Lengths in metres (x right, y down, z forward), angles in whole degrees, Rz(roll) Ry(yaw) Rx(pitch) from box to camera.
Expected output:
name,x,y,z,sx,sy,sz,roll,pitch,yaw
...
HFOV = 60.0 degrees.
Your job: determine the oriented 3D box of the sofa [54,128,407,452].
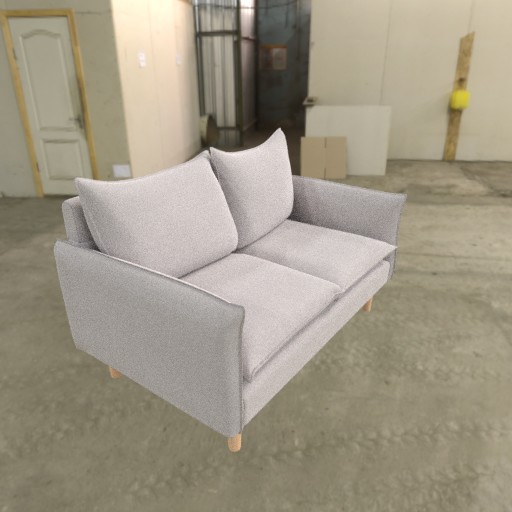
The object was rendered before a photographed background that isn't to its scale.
name,x,y,z,sx,sy,sz,roll,pitch,yaw
sofa,0.000,0.000,1.845,0.820,0.840,1.300,17,29,32
